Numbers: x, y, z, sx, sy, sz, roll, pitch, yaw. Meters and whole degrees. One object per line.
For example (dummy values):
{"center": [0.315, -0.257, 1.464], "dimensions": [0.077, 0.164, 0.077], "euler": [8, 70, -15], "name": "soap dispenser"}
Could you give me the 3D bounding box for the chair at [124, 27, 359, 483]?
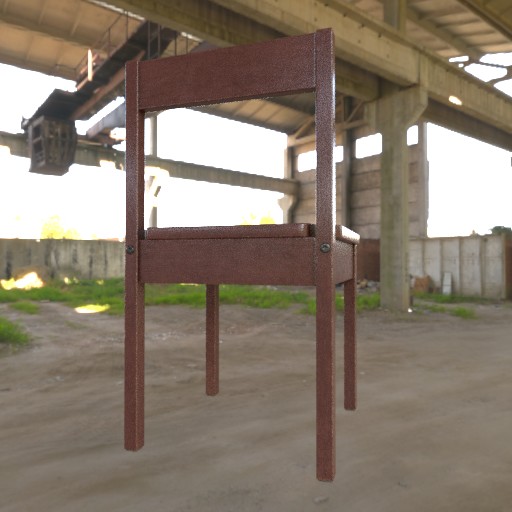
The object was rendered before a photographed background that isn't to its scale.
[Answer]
{"center": [0.000, 0.000, 0.871], "dimensions": [0.367, 0.668, 0.361], "euler": [0, -1, 18], "name": "chair"}
